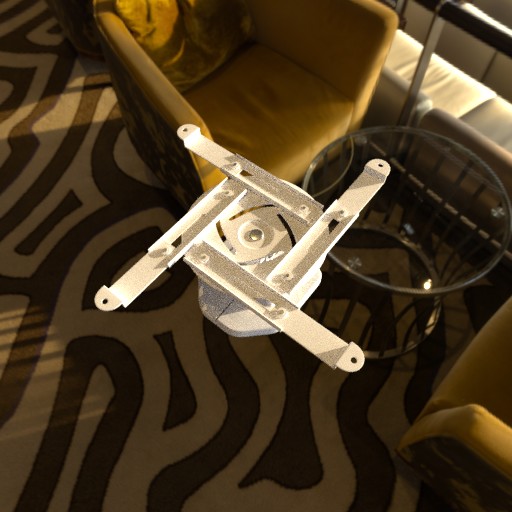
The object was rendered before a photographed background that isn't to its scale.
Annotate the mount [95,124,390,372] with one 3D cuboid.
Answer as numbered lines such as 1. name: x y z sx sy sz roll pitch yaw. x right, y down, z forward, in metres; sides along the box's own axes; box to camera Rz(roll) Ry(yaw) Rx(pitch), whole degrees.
1. mount: 0.000 0.000 0.614 0.394 0.141 0.394 34 65 19
